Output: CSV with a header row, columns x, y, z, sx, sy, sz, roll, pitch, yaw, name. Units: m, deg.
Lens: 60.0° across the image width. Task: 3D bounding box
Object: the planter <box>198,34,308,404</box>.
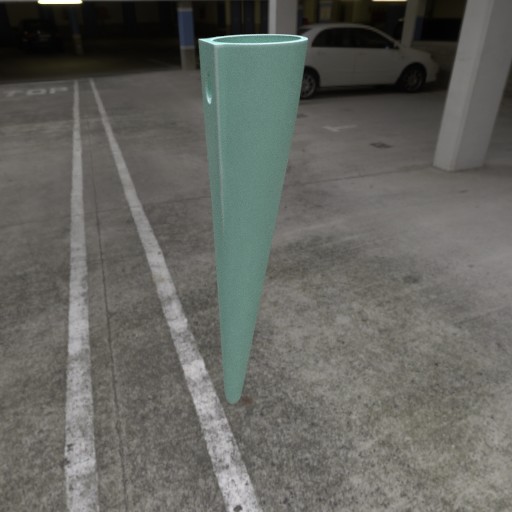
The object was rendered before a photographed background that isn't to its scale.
x,y,z,sx,sy,sz,roll,pitch,yaw,name
0.000,0.000,0.302,0.055,0.268,0.054,-11,32,-17,planter
